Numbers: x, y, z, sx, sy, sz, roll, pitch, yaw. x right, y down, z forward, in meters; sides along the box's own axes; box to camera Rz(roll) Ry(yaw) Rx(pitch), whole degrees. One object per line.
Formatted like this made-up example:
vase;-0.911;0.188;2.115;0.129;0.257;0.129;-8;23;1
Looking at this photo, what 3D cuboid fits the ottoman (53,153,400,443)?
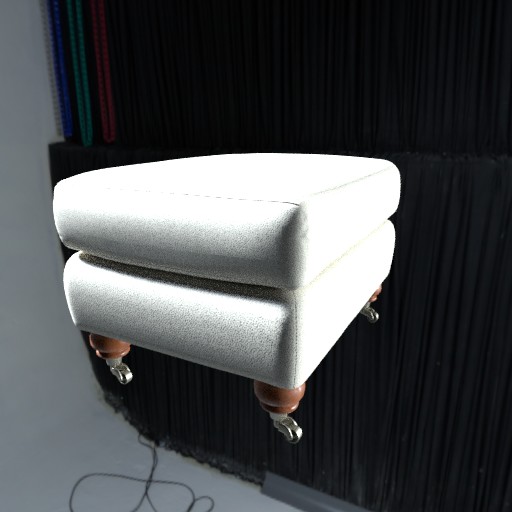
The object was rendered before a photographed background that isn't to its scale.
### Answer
ottoman;0.000;0.000;1.138;0.569;0.499;0.773;8;18;27
